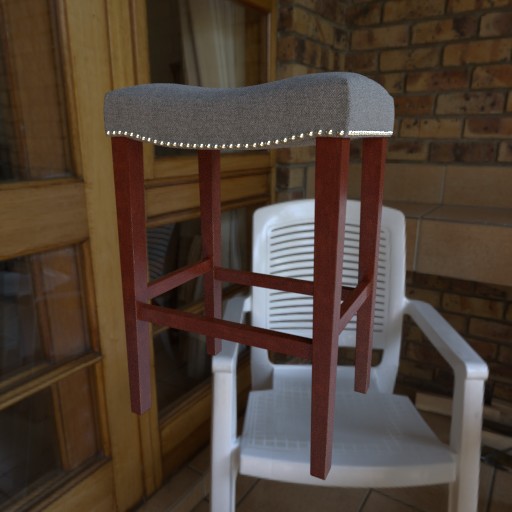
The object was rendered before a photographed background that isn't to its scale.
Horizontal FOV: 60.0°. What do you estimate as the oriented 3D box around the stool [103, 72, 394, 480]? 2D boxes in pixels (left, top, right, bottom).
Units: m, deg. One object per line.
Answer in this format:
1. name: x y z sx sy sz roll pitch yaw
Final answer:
1. stool: 0.000 0.000 1.006 0.504 0.742 0.372 8 17 26
